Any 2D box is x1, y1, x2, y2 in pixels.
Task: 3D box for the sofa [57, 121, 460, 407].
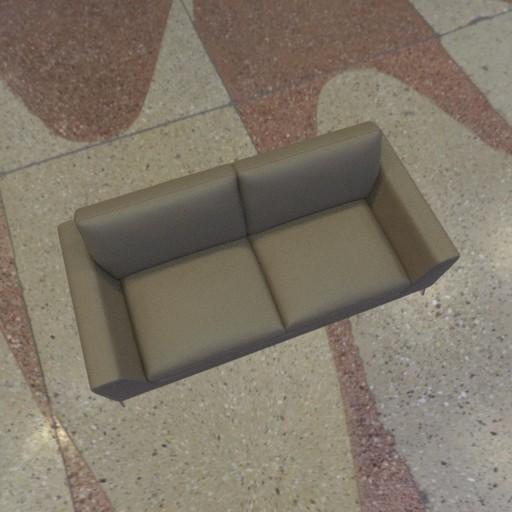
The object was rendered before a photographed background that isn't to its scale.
[{"bbox_3d":[0.000,0.000,2.550,2.017,0.875,0.953,-19,66,-9],"label":"sofa"}]
